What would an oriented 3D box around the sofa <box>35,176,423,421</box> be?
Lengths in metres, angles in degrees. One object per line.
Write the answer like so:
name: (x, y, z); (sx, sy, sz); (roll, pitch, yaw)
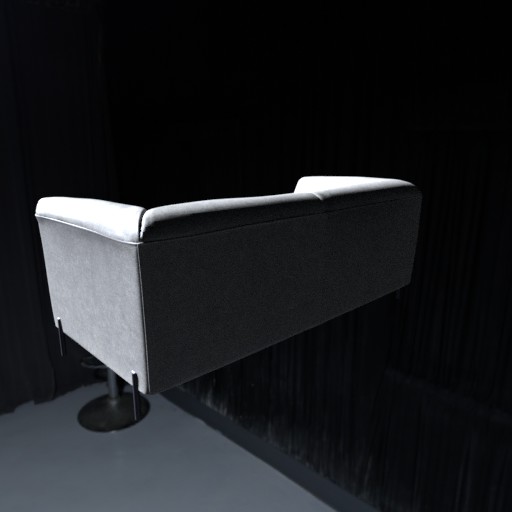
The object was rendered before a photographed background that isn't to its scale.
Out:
sofa: (0.000, 0.000, 2.334); (1.878, 0.747, 0.905); (-13, 19, -42)
